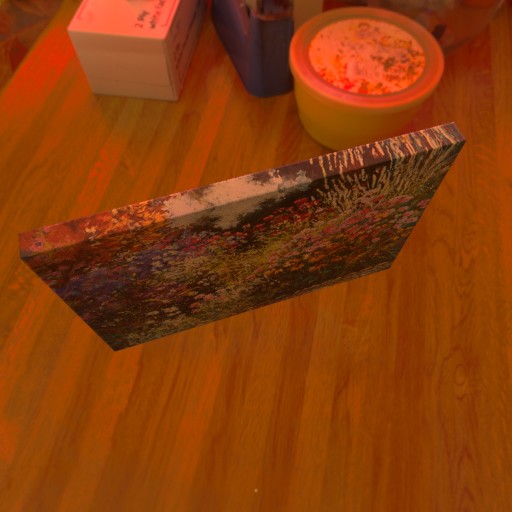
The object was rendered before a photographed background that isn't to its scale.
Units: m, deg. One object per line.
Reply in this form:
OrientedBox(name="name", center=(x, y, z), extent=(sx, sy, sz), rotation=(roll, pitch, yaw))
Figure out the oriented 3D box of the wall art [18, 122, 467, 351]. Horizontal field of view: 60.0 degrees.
OrientedBox(name="wall art", center=(0.000, 0.000, 0.766), extent=(0.610, 0.406, 0.037), rotation=(-16, 63, -8))
